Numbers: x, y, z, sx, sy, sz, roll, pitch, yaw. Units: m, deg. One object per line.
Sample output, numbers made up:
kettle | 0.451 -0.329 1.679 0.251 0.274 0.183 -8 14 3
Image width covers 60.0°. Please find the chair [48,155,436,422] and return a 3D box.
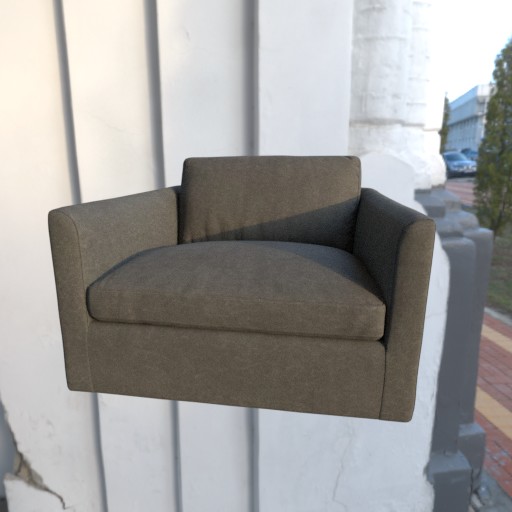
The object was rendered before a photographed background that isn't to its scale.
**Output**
chair | 0.000 0.000 1.870 1.190 0.845 1.091 2 14 9
